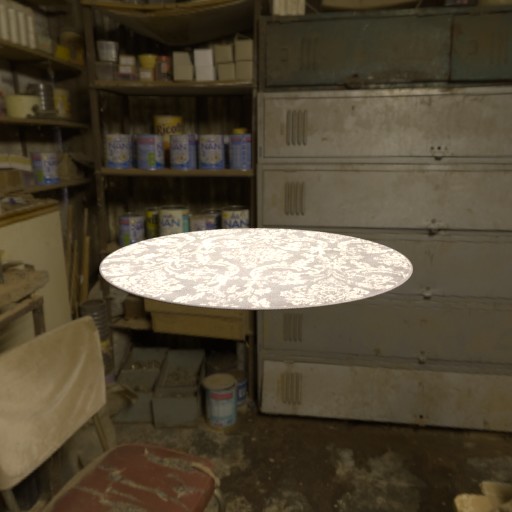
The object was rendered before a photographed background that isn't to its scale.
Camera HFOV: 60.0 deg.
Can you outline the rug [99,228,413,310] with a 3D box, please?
[{"bbox_3d":[0.000,0.000,2.380,1.593,0.012,1.593,0,14,0],"label":"rug"}]
